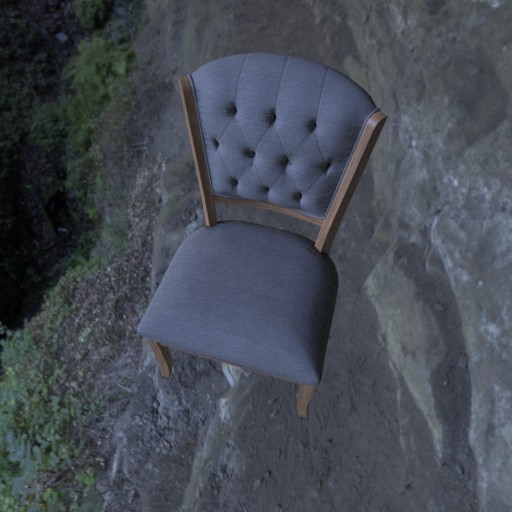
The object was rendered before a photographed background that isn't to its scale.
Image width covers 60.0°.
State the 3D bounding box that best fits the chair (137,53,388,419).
[{"bbox_3d":[0.000,0.000,1.263,0.513,0.905,0.584,14,57,9],"label":"chair"}]
